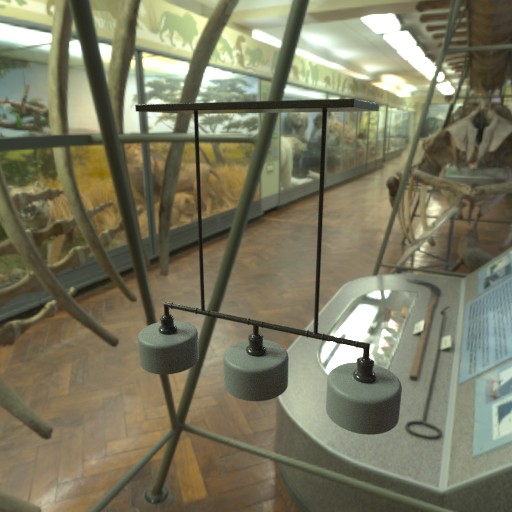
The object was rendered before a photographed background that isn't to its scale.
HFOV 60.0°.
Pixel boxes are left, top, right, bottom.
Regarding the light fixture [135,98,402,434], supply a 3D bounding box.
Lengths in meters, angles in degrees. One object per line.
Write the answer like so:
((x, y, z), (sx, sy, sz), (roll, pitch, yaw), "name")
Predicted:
((0.000, 0.000, 0.859), (0.582, 0.557, 0.177), (8, 18, 25), "light fixture")
